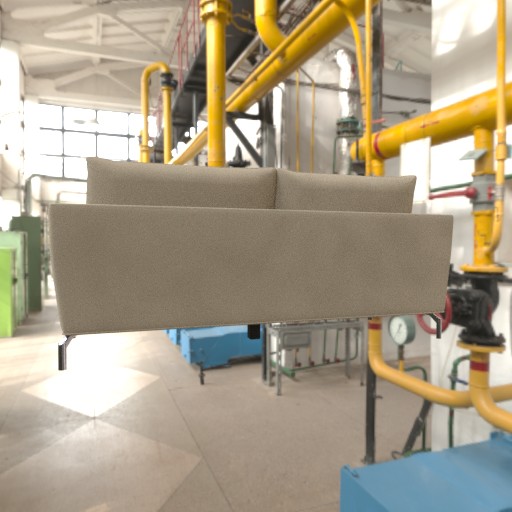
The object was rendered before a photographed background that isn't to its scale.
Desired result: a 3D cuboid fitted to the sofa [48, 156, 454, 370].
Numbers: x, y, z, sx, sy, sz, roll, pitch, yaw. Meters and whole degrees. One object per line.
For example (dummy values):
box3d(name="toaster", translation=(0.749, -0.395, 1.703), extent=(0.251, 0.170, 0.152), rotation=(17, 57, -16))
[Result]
box3d(name="sofa", translation=(0.000, 0.000, 2.683), extent=(2.214, 1.005, 0.868), rotation=(0, 1, -19))
